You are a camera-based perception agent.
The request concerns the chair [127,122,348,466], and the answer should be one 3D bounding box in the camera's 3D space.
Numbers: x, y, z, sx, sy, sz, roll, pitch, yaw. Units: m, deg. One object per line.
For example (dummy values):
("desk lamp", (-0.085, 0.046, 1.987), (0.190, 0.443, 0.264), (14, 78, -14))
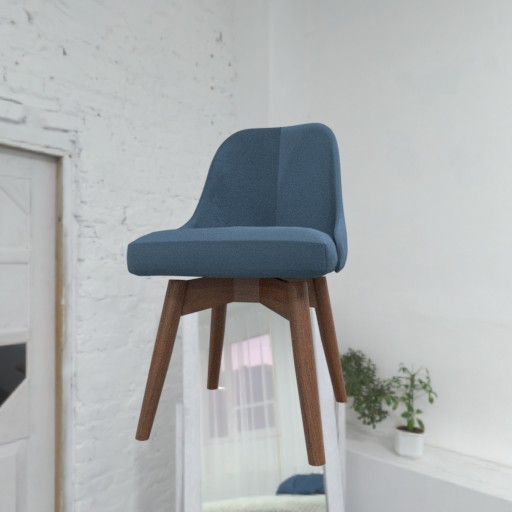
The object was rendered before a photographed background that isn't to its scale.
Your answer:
("chair", (0.000, 0.000, 1.239), (0.503, 0.882, 0.589), (0, 0, 18))
